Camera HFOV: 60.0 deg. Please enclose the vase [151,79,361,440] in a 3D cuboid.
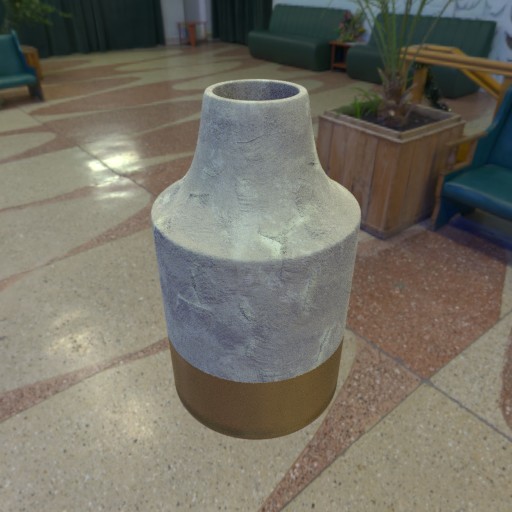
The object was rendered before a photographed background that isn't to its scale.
[{"bbox_3d":[0.000,0.000,0.423,0.184,0.305,0.184,0,33,0],"label":"vase"}]
